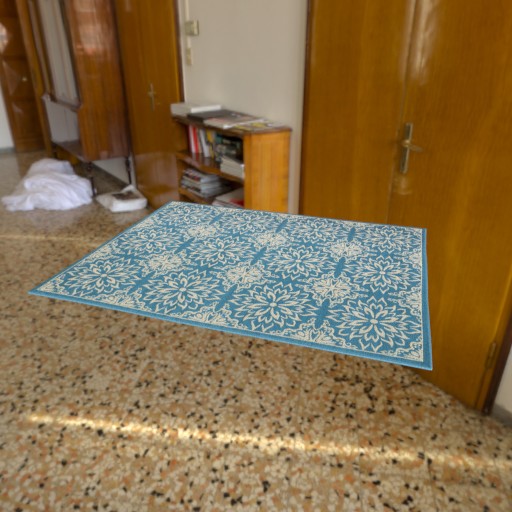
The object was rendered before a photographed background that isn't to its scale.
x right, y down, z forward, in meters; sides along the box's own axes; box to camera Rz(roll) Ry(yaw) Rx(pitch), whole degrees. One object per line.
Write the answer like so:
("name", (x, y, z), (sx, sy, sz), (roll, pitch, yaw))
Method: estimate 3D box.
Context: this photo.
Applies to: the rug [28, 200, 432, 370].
("rug", (0.000, 0.000, 4.024), (2.964, 0.018, 2.350), (8, 27, 16))
